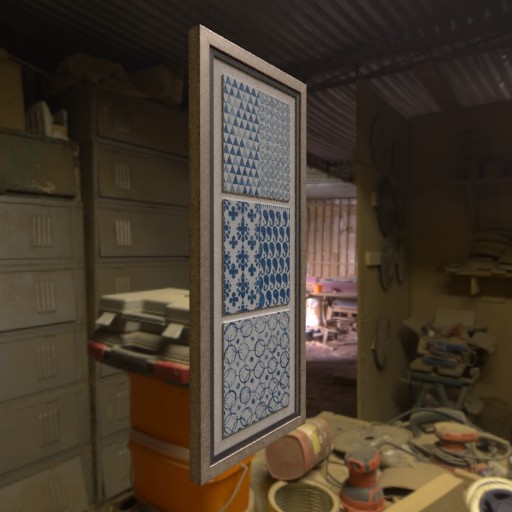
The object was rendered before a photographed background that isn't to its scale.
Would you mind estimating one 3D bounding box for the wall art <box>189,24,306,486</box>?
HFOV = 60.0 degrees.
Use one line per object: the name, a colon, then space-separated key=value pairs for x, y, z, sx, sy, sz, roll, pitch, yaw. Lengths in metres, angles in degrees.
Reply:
wall art: x=0.000 y=0.000 z=1.673 sx=0.051 sy=1.461 sz=0.648 roll=1 pitch=1 yaw=37
